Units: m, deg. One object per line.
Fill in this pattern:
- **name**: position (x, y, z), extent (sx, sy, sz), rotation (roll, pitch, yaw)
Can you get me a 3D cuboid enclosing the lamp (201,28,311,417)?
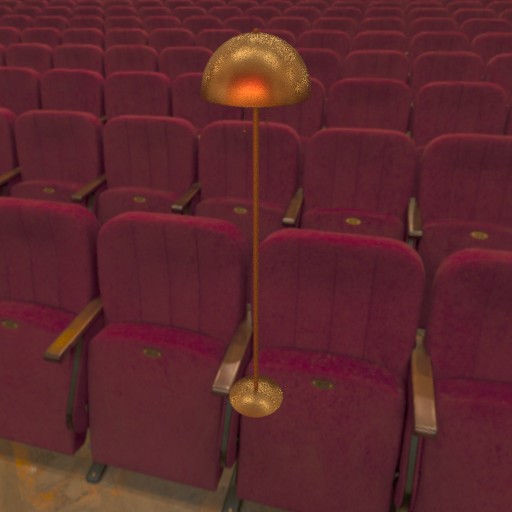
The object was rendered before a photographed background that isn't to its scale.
- **lamp**: position (0.000, 0.000, 1.617), extent (0.328, 1.480, 0.328), rotation (8, 32, 12)
